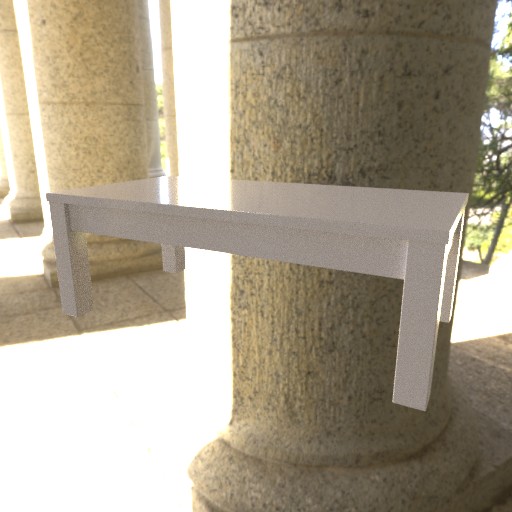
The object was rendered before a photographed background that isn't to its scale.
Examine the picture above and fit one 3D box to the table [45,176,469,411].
[{"bbox_3d":[0.000,0.000,1.654,1.350,0.470,0.700,8,18,27],"label":"table"}]
